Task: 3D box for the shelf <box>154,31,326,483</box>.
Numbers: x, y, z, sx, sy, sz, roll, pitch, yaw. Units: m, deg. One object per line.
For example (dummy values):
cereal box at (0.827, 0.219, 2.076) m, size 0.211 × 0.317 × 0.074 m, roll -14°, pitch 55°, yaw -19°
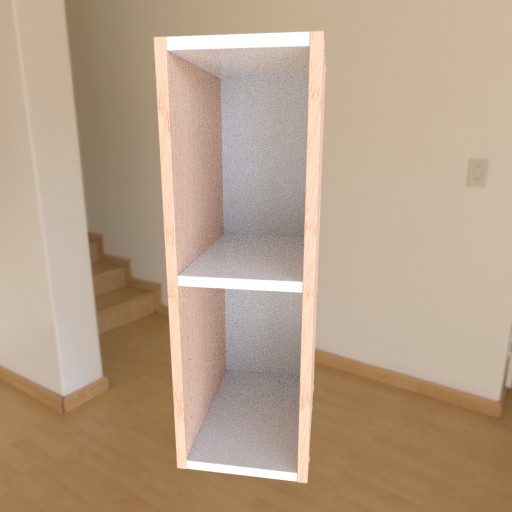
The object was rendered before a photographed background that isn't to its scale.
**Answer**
shelf at (0.000, 0.000, 0.720) m, size 0.200 × 0.600 × 0.290 m, roll 2°, pitch 15°, yaw 9°
